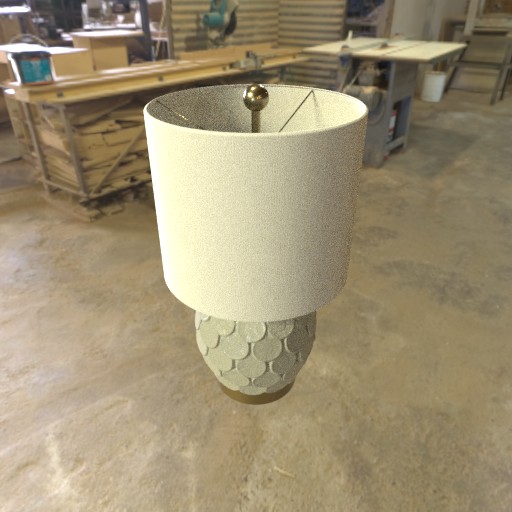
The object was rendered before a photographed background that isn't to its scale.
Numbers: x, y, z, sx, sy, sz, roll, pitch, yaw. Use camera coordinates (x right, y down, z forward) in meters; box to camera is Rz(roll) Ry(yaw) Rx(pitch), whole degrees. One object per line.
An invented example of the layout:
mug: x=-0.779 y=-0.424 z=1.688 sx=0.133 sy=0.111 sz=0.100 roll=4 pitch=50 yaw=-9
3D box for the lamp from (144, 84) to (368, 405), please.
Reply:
lamp: x=0.000 y=0.000 z=0.616 sx=0.254 sy=0.452 sz=0.254 roll=0 pitch=31 yaw=0
